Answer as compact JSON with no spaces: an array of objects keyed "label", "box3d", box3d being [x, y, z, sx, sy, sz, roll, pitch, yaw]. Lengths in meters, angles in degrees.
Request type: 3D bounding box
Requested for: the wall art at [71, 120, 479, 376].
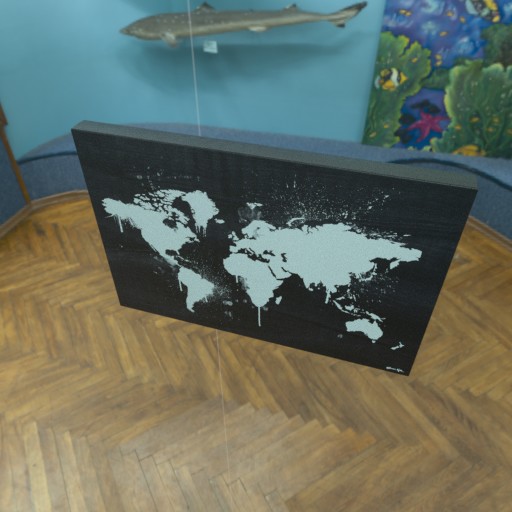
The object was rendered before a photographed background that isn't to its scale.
[{"label":"wall art","box3d":[0.000,0.000,0.781,0.610,0.409,0.038,11,41,13]}]
